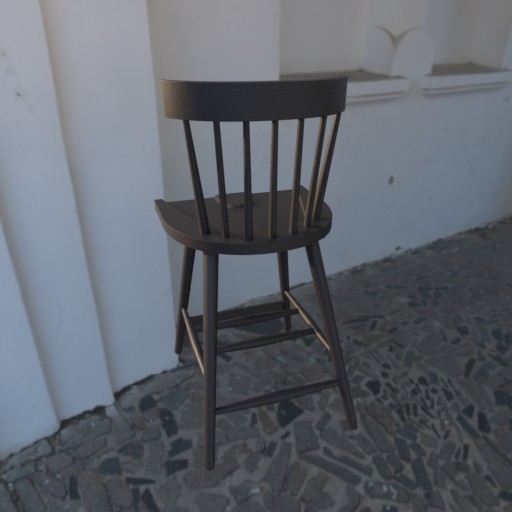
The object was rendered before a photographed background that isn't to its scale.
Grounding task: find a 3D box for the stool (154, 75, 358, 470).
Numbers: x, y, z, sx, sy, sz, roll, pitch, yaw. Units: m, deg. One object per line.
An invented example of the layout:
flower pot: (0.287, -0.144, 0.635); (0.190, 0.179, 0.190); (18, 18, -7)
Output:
stool: (0.000, 0.000, 1.269); (0.494, 0.953, 0.549); (-8, 27, -16)
